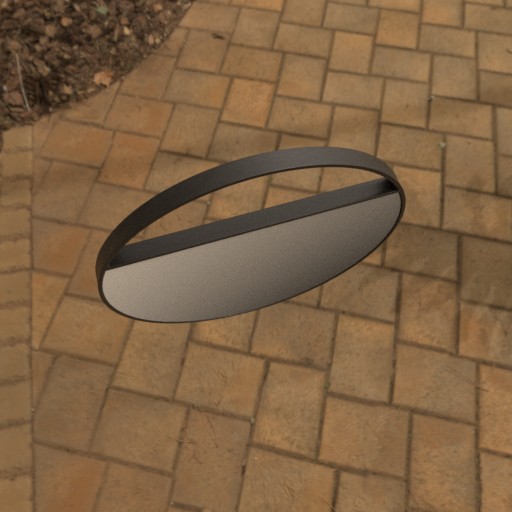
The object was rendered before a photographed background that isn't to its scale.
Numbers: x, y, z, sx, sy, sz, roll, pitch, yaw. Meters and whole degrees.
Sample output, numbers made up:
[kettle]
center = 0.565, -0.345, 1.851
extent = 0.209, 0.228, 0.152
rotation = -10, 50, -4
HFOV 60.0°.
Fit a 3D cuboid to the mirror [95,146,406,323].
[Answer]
[mirror]
center = 0.000, 0.000, 0.827
extent = 0.565, 0.565, 0.032
rotation = -15, 66, -7
